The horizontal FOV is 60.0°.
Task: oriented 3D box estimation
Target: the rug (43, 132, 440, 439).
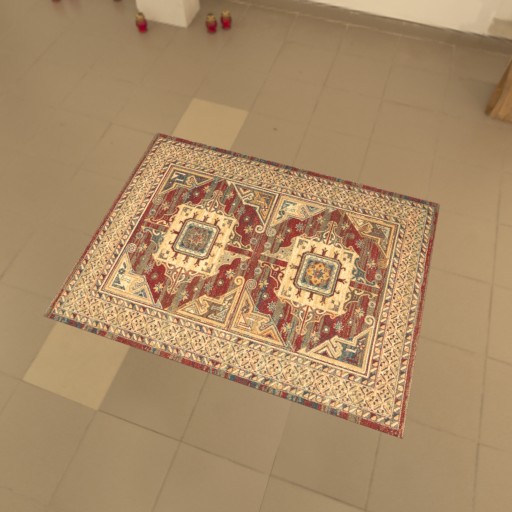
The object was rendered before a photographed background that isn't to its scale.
[{"bbox_3d":[0.000,0.000,4.252,3.197,0.013,2.381,16,61,9],"label":"rug"}]
